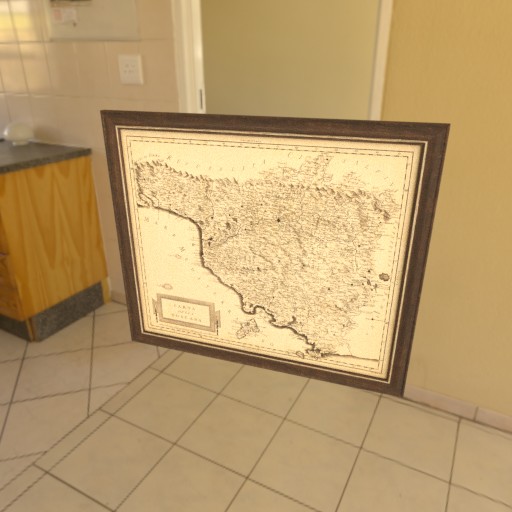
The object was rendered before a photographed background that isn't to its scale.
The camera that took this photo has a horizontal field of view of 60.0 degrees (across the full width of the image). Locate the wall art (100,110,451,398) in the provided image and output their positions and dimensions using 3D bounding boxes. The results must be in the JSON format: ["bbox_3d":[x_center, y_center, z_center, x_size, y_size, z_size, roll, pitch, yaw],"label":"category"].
[{"bbox_3d":[0.000,0.000,1.445,1.033,0.875,0.023,8,25,17],"label":"wall art"}]
